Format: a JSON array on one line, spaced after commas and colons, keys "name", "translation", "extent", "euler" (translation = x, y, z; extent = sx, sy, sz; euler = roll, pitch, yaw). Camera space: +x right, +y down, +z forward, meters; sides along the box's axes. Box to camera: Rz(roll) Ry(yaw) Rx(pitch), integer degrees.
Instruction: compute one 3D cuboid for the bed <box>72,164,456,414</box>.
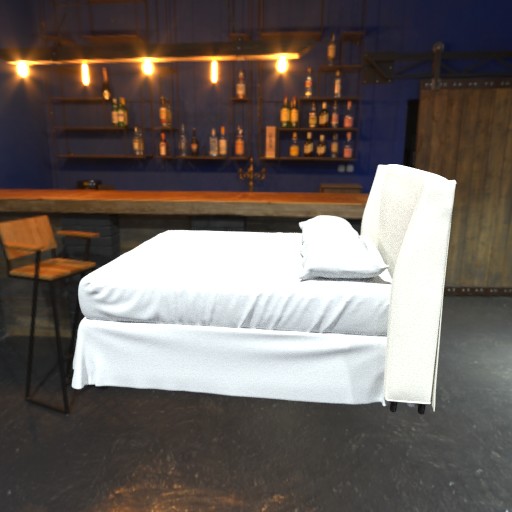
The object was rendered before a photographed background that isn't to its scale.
[{"name": "bed", "translation": [0.000, 0.000, 3.379], "extent": [2.276, 1.332, 1.925], "euler": [2, 14, 8]}]
